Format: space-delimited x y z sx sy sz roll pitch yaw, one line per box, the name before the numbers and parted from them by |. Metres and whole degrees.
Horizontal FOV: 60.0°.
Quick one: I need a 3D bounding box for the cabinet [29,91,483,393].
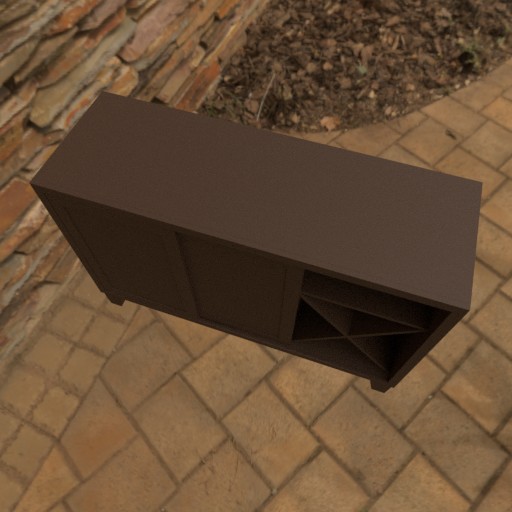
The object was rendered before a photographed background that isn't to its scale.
cabinet | 0.000 0.000 1.832 1.396 0.914 0.482 16 60 10
